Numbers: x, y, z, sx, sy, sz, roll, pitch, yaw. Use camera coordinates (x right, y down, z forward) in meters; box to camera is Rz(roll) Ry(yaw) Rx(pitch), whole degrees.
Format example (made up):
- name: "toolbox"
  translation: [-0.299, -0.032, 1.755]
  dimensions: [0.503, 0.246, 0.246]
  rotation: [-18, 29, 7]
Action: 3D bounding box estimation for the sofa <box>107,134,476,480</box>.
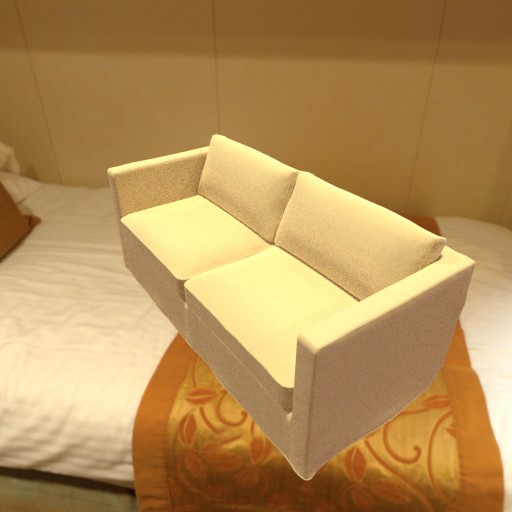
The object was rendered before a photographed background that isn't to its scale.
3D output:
- name: "sofa"
  translation: [0.000, 0.000, 2.483]
  dimensions: [0.940, 0.870, 1.987]
  rotation: [-21, 38, -29]
